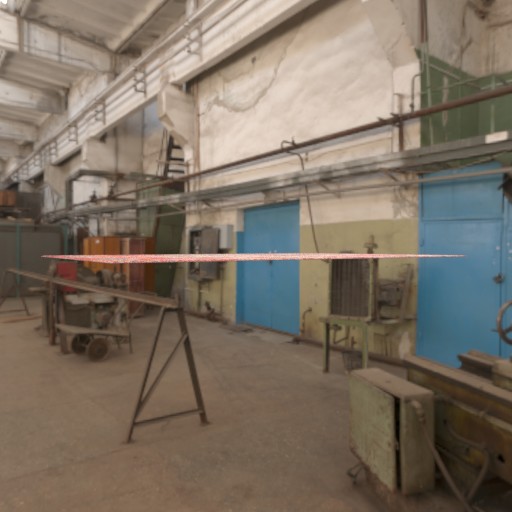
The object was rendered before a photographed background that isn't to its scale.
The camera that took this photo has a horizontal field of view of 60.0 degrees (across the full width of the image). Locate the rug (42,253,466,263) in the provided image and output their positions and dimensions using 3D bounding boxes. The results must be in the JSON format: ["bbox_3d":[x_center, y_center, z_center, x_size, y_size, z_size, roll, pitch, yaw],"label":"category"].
[{"bbox_3d":[0.000,0.000,2.277,1.829,0.006,1.219,-1,1,-34],"label":"rug"}]
